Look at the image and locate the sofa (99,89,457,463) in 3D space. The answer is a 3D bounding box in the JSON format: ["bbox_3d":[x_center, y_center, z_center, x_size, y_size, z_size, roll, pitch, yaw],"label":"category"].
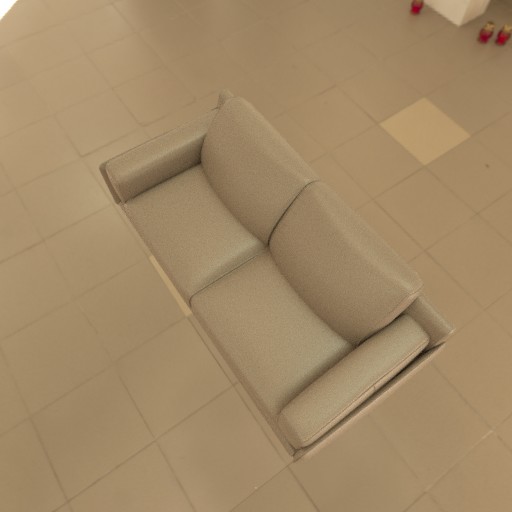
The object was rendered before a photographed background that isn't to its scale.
[{"bbox_3d":[0.000,0.000,2.624,1.049,0.930,2.101,-32,67,-16],"label":"sofa"}]
